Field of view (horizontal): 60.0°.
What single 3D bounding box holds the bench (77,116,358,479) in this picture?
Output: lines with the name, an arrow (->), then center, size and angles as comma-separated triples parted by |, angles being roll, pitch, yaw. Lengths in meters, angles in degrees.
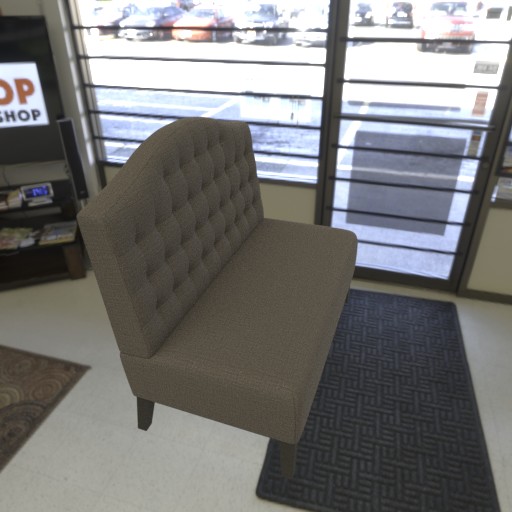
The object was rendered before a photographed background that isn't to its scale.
bench -> 0.000, 0.000, 2.088 | 0.815, 1.180, 1.335 | 10, 32, 17
